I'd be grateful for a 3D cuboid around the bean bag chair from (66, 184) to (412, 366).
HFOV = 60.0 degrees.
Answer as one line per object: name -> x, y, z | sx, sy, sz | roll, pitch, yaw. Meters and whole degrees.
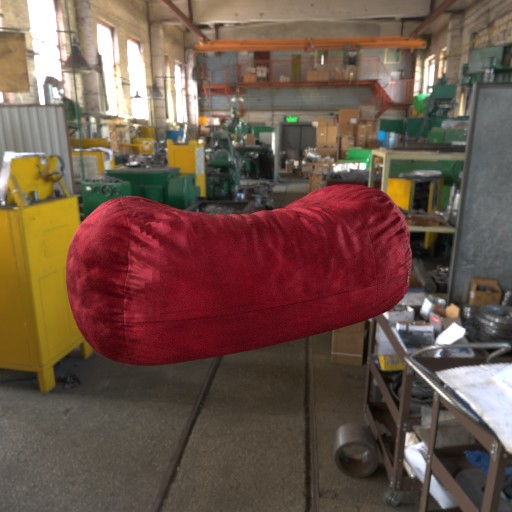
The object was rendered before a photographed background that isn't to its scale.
bean bag chair -> 0.000, 0.000, 2.891 | 2.293, 0.867, 1.216 | -8, 17, -26
